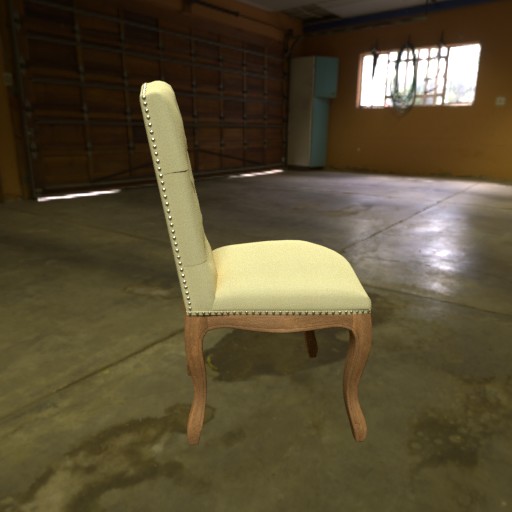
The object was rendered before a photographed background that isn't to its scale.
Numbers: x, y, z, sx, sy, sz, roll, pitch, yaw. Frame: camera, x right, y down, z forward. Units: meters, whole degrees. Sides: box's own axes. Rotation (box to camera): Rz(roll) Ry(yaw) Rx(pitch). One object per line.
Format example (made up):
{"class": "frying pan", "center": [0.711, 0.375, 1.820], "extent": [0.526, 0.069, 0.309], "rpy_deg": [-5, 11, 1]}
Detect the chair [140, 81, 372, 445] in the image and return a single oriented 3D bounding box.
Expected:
{"class": "chair", "center": [0.000, 0.000, 1.592], "extent": [0.715, 1.165, 0.623], "rpy_deg": [-2, 16, -8]}
